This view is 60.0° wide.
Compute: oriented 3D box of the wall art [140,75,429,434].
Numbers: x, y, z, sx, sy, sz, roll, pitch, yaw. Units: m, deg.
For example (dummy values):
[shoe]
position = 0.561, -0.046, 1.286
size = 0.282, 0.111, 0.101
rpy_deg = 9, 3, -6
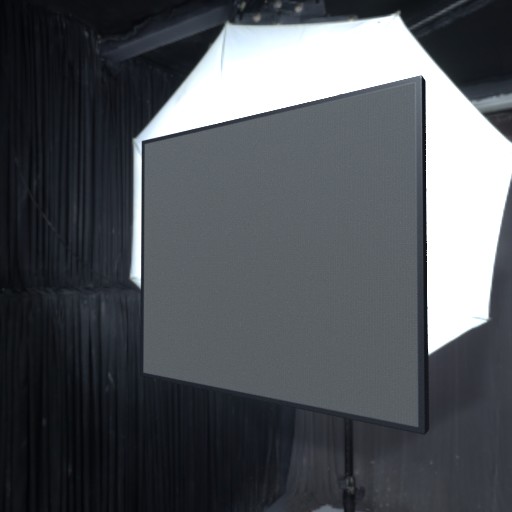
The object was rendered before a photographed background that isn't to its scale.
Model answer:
[wall art]
position = 0.000, 0.000, 0.708
size = 0.521, 0.450, 0.018
rpy_deg = -1, -2, 34
